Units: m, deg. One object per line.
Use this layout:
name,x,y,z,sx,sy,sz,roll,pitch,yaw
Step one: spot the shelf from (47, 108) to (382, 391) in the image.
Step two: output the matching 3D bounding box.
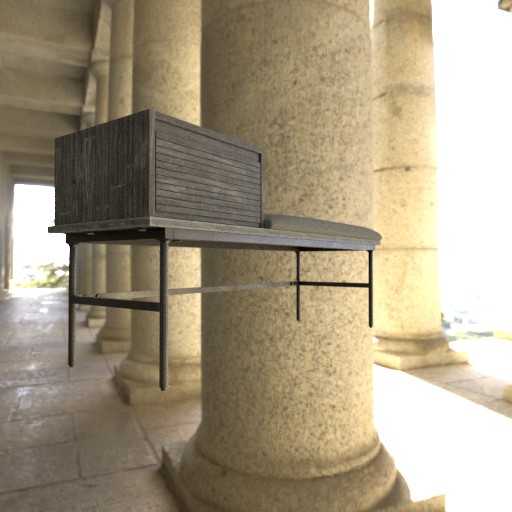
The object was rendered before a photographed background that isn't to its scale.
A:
shelf,0.000,0.000,1.625,0.457,0.633,1.342,-1,-1,37
